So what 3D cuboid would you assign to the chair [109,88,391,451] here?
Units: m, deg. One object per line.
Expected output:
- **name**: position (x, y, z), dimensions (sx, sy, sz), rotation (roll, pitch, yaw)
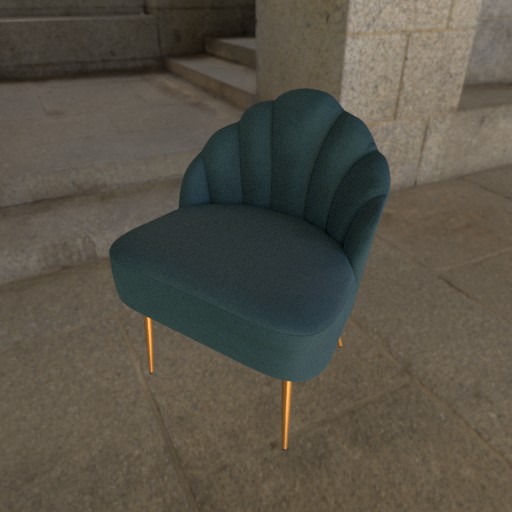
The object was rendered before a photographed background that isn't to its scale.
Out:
- **chair**: position (0.000, 0.000, 1.269), dimensions (0.657, 0.819, 0.599), rotation (19, 37, 28)
